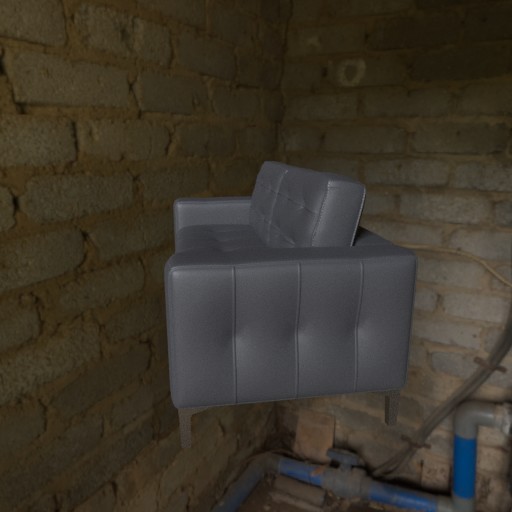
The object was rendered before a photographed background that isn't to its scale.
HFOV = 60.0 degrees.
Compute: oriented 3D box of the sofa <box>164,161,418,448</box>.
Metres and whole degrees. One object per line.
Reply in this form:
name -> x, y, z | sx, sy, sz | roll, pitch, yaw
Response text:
sofa -> 0.000, 0.000, 2.230 | 0.833, 0.893, 1.726 | -2, 15, -9
